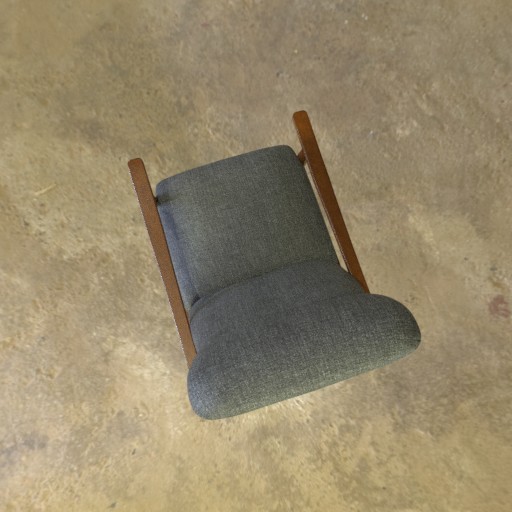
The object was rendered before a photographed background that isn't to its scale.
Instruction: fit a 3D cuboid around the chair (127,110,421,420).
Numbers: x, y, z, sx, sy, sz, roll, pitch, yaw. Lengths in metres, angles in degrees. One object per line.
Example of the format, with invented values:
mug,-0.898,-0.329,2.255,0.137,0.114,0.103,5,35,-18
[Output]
chair,0.000,0.000,1.773,0.762,1.082,1.030,-17,77,-4
